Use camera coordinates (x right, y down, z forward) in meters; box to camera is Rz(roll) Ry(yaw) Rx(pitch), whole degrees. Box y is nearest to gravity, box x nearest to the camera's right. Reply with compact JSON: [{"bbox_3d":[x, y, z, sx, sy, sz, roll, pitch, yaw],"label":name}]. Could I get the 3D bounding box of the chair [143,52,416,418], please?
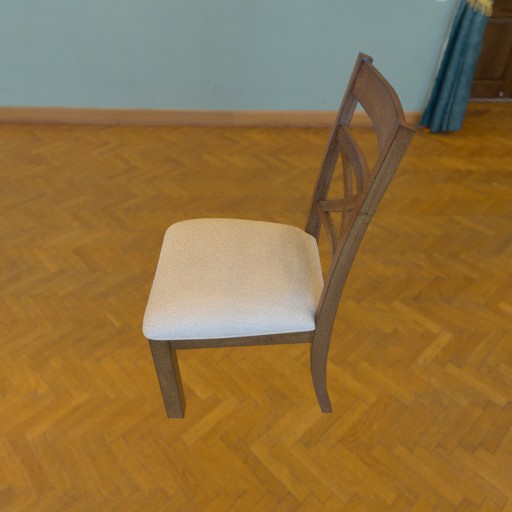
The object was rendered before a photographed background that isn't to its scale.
[{"bbox_3d":[0.000,0.000,1.224,0.581,0.949,0.461,0,41,0],"label":"chair"}]
